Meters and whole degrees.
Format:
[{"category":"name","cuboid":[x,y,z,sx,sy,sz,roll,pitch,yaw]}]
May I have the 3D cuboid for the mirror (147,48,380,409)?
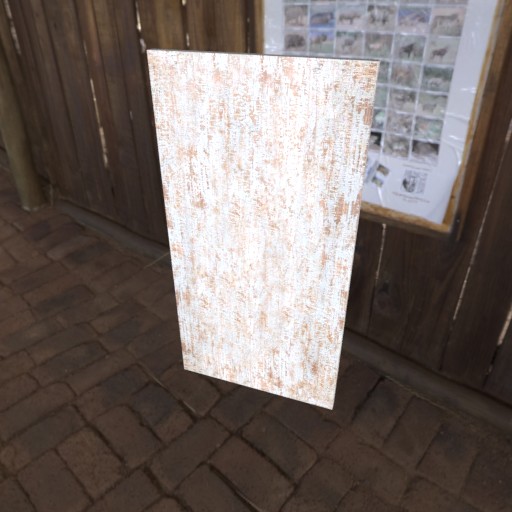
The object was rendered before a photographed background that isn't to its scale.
[{"category":"mirror","cuboid":[0.000,0.000,1.105,0.472,0.922,0.027,10,33,16]}]
